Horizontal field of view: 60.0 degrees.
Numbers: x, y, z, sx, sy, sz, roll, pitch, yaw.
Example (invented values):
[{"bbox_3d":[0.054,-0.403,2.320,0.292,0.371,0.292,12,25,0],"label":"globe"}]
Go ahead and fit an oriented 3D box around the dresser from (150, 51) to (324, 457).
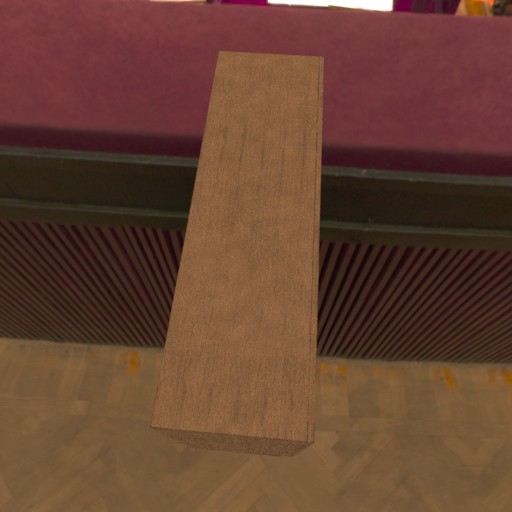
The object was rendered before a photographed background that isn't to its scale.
[{"bbox_3d":[0.000,0.000,2.052,0.483,0.889,1.628,4,63,2],"label":"dresser"}]
